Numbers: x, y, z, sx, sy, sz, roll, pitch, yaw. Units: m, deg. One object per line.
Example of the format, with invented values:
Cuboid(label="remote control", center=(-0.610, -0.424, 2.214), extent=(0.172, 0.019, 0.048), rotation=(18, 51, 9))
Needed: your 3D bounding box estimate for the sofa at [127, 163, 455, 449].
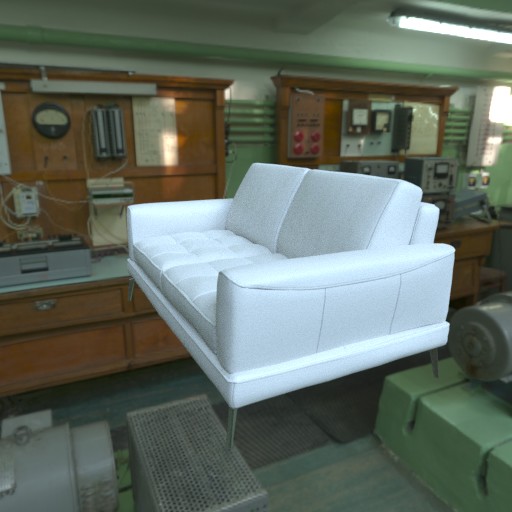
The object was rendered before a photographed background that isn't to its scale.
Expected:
Cuboid(label="sofa", center=(0.000, 0.000, 2.451), extent=(1.121, 0.930, 1.819), rotation=(-8, 17, -26))
